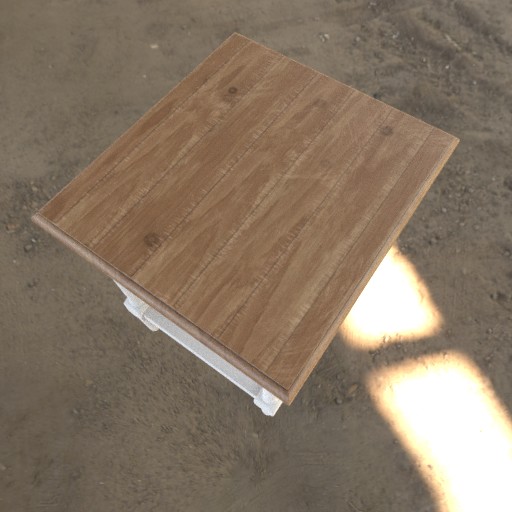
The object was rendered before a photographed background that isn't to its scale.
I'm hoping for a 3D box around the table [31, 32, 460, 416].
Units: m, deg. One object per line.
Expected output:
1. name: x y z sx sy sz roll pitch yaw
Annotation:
1. table: 0.000 0.000 0.928 0.457 0.561 0.508 32 67 15
